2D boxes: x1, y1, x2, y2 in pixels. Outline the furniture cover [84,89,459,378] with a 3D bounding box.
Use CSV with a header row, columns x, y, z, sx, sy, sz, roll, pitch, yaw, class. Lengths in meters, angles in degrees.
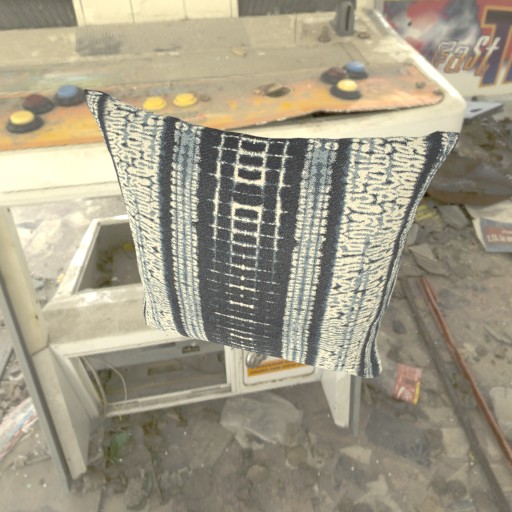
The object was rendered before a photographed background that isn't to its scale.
x,y,z,sx,sy,sz,roll,pitch,yaw,class
0.000,0.000,0.629,0.425,0.435,0.133,11,44,11,furniture cover
